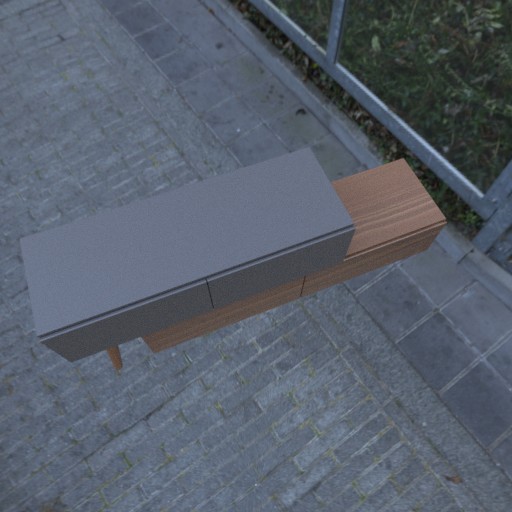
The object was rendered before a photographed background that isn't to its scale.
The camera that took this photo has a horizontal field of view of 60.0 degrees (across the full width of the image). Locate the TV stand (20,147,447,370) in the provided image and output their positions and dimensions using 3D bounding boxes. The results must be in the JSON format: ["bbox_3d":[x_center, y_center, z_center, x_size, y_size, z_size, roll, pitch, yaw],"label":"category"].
[{"bbox_3d":[0.000,0.000,1.582,1.336,0.591,0.329,-20,64,-10],"label":"TV stand"}]
